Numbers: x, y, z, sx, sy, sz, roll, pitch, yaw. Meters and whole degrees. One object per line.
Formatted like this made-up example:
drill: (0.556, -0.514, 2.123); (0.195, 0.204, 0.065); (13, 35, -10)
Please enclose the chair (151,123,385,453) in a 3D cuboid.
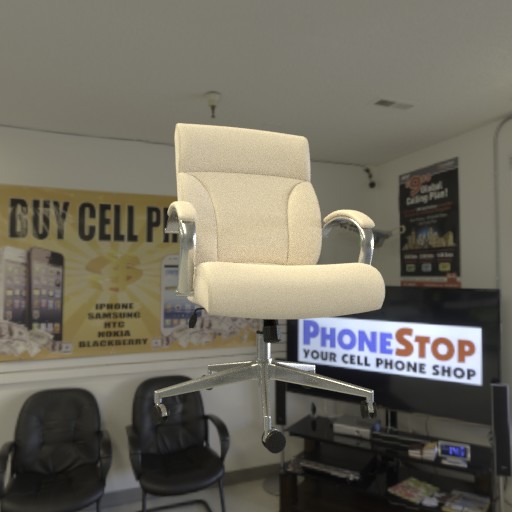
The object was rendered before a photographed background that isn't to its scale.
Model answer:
chair: (0.000, 0.000, 1.592); (0.727, 1.099, 0.745); (1, -2, -19)
